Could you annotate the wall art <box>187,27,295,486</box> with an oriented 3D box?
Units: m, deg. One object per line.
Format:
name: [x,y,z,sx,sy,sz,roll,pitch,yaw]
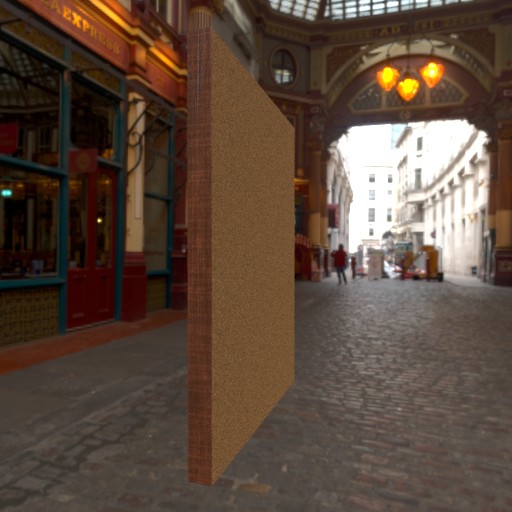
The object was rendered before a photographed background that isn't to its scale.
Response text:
wall art: [0.000,0.000,0.775,0.033,0.567,0.467,0,1,18]
